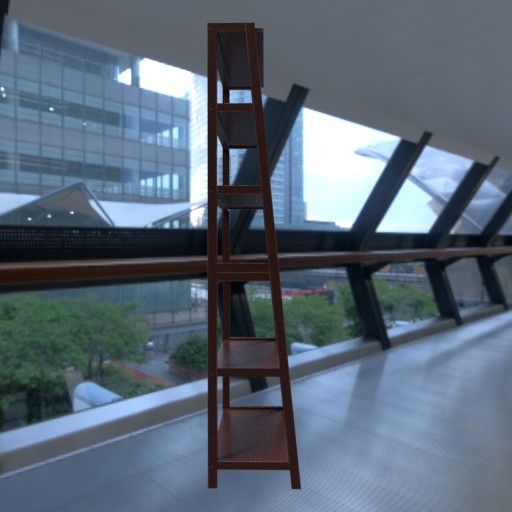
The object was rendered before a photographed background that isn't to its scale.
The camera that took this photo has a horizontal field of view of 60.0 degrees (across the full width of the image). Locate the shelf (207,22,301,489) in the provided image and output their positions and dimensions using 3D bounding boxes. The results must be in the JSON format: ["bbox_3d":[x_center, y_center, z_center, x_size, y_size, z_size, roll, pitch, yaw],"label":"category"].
[{"bbox_3d":[0.000,0.000,2.125,0.381,1.892,0.660,0,1,1],"label":"shelf"}]
